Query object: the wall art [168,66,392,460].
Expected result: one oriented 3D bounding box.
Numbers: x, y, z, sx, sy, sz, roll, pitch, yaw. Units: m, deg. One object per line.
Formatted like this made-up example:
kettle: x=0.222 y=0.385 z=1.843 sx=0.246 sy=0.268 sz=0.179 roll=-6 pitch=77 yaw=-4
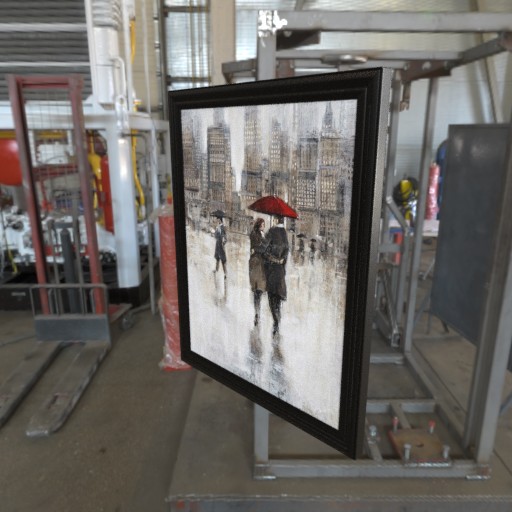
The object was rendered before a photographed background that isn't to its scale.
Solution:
wall art: x=0.000 y=0.000 z=1.622 sx=0.950 sy=1.194 sz=0.053 roll=15 pitch=21 yaw=43
